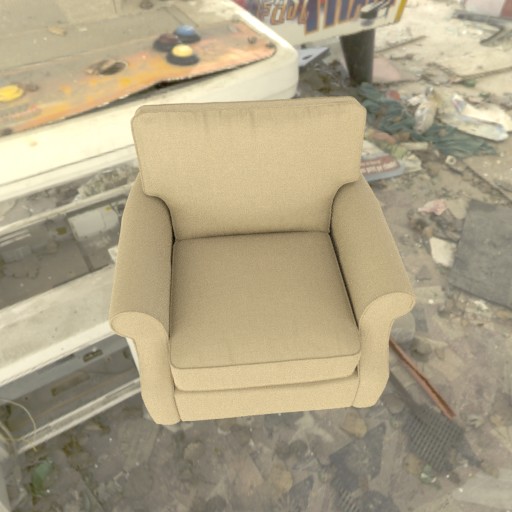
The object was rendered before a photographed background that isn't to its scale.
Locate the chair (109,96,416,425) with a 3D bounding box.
[{"bbox_3d":[0.000,0.000,1.737,1.029,0.967,0.966,-4,46,-4],"label":"chair"}]
